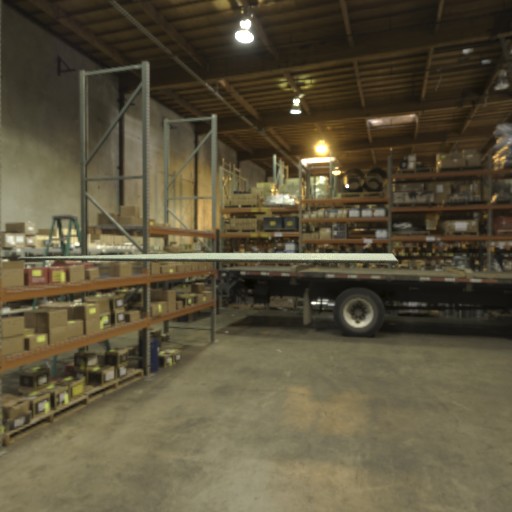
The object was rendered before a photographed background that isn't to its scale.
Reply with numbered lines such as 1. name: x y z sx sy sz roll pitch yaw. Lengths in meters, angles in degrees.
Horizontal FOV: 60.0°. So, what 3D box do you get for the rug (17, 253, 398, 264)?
1. rug: 0.000 0.000 4.063 2.420 0.019 3.039 0 1 17
